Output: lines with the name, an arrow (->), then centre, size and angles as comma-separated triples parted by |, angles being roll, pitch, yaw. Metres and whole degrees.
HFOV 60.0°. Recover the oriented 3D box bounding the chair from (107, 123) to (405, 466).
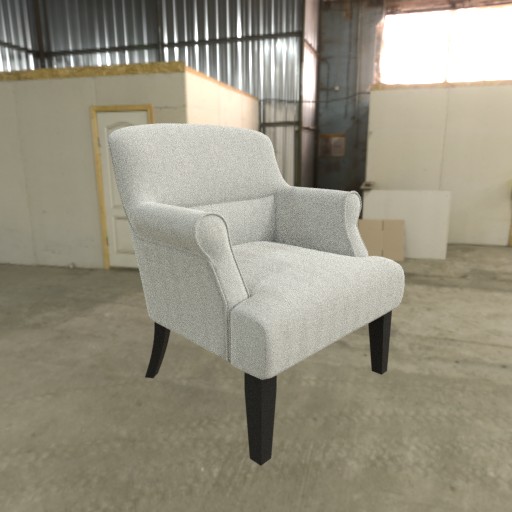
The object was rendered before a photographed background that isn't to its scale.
chair -> 0.000, 0.000, 1.502 | 0.750, 0.875, 0.781 | 13, 20, 42
